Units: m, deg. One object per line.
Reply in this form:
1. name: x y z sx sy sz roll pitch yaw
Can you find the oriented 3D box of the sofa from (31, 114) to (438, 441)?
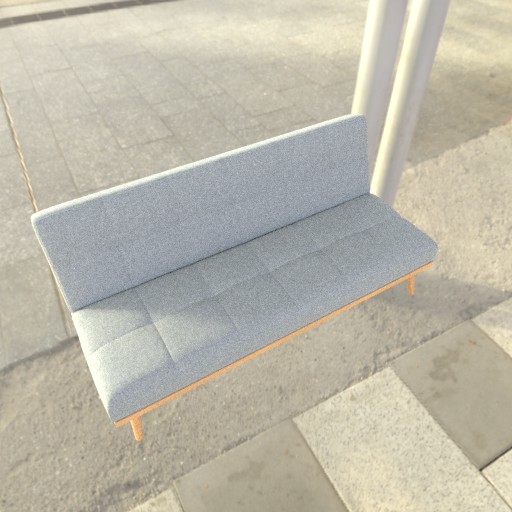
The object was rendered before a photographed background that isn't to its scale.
1. sofa: 0.000 0.000 2.236 1.820 0.800 0.800 -23 49 -21
